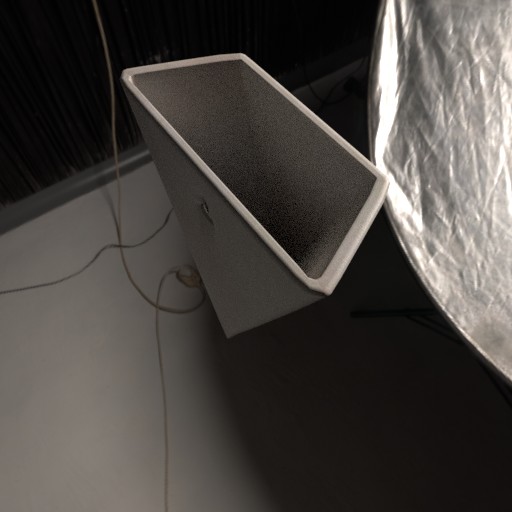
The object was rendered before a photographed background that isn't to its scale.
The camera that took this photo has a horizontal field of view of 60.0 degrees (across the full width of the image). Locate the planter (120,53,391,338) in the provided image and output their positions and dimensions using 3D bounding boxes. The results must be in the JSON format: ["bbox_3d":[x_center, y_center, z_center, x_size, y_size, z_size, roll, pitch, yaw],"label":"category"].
[{"bbox_3d":[0.000,0.000,0.274,0.060,0.197,0.150,-32,64,-18],"label":"planter"}]
